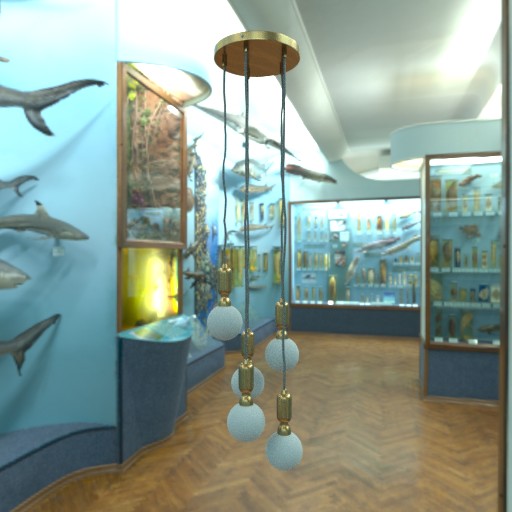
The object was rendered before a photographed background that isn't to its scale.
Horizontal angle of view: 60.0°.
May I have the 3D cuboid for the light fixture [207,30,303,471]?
[{"bbox_3d":[0.000,0.000,0.494,0.108,0.457,0.105,0,0,18],"label":"light fixture"}]
